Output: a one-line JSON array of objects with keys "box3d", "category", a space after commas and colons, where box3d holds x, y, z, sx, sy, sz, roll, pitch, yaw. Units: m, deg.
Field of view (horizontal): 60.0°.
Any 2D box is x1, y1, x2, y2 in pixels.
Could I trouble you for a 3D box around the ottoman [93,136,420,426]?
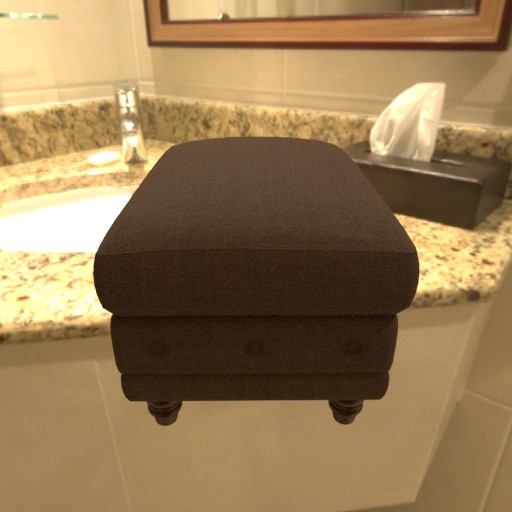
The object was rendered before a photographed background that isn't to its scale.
[{"box3d": [0.000, 0.000, 1.213, 0.599, 0.555, 0.809, 0, 27, 0], "category": "ottoman"}]
